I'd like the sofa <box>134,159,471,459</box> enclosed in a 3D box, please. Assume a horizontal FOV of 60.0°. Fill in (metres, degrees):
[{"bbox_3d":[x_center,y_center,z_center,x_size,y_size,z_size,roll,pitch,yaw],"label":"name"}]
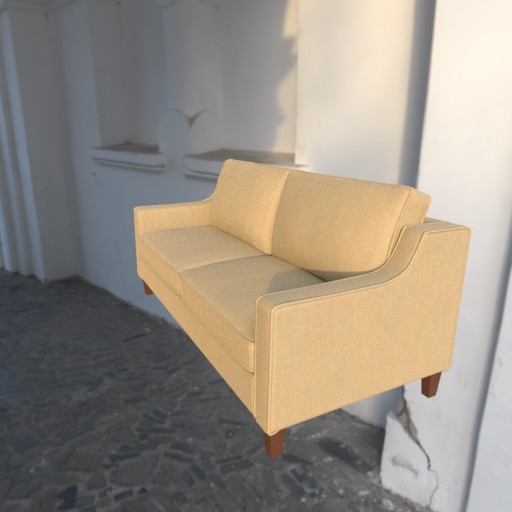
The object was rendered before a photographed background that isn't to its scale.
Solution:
[{"bbox_3d":[0.000,0.000,2.783,1.066,1.071,2.178,-9,19,-26],"label":"sofa"}]
